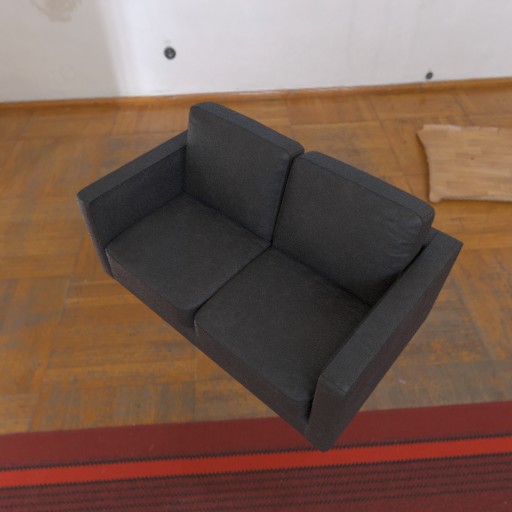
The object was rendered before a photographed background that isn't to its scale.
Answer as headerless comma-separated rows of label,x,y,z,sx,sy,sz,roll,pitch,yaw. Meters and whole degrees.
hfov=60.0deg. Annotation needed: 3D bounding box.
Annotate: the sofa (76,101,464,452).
sofa,0.000,0.000,2.018,1.430,0.899,0.879,33,56,26
